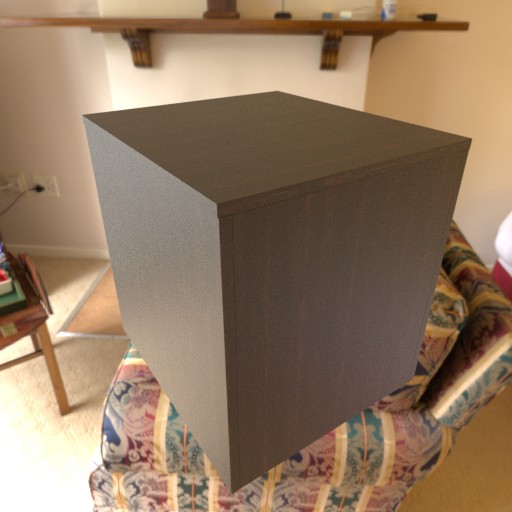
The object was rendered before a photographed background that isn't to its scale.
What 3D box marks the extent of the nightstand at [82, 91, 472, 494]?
[{"bbox_3d":[0.000,0.000,0.786,0.400,0.460,0.461,-19,35,-29],"label":"nightstand"}]
